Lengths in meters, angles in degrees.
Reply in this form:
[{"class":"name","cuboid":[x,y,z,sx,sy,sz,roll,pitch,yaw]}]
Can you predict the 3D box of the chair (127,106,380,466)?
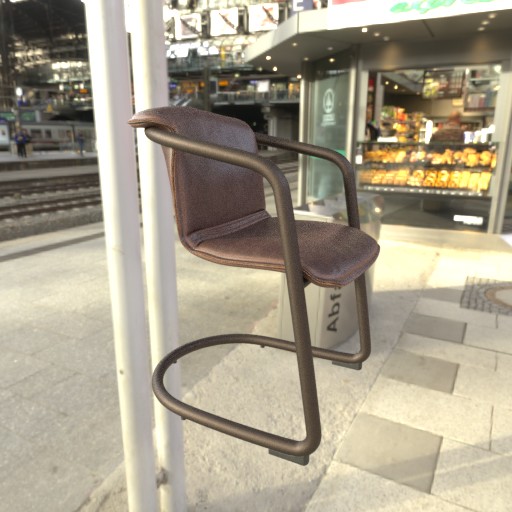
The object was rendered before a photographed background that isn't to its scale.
[{"class":"chair","cuboid":[0.000,0.000,1.279,0.664,0.836,0.536,7,17,26]}]
